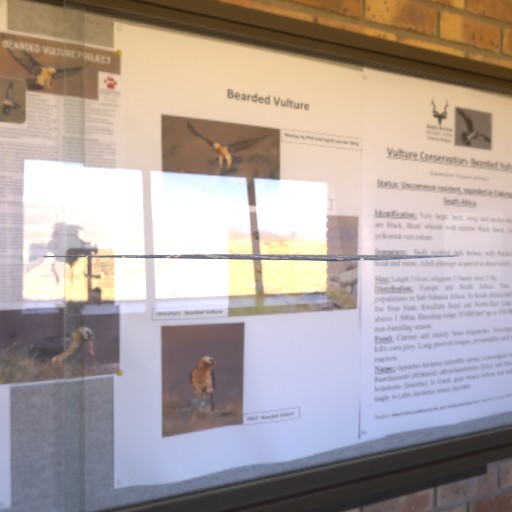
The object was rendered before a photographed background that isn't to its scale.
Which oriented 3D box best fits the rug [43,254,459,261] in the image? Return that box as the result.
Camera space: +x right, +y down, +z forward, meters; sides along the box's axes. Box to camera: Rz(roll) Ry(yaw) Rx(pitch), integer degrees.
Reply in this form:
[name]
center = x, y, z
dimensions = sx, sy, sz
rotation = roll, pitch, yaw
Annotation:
[rug]
center = 0.000, 0.000, 3.874
dimensions = 2.867, 0.020, 2.277
rotation = 1, 1, 35
